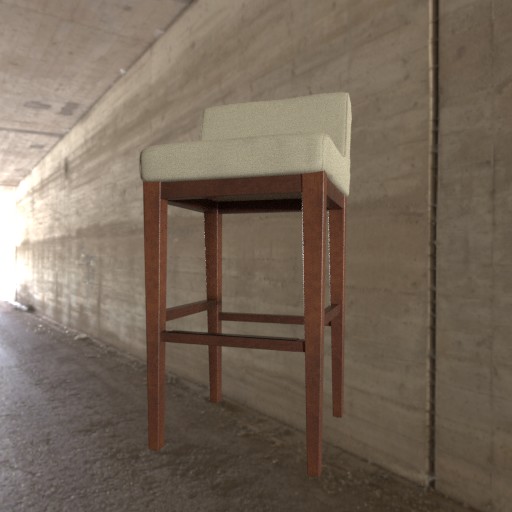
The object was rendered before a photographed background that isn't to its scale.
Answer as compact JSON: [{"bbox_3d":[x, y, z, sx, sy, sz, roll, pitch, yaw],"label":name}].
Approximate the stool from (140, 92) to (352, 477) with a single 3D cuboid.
[{"bbox_3d":[0.000,0.000,1.317,0.511,1.037,0.500,0,1,19],"label":"stool"}]
